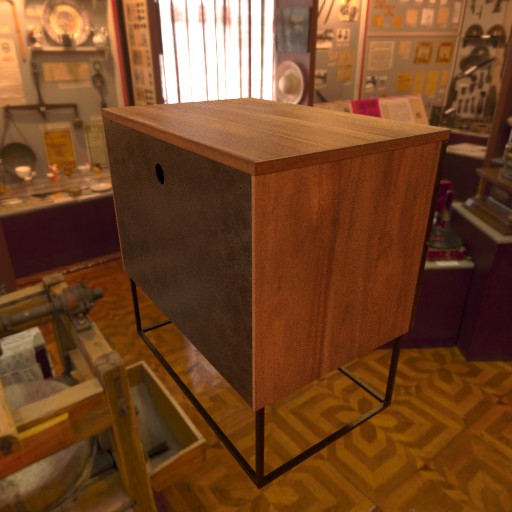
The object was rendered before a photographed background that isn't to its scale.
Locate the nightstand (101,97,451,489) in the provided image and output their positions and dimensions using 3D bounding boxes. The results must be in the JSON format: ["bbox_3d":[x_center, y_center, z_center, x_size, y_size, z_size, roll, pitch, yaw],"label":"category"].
[{"bbox_3d":[0.000,0.000,1.010,0.427,0.611,0.605,-17,30,-31],"label":"nightstand"}]
